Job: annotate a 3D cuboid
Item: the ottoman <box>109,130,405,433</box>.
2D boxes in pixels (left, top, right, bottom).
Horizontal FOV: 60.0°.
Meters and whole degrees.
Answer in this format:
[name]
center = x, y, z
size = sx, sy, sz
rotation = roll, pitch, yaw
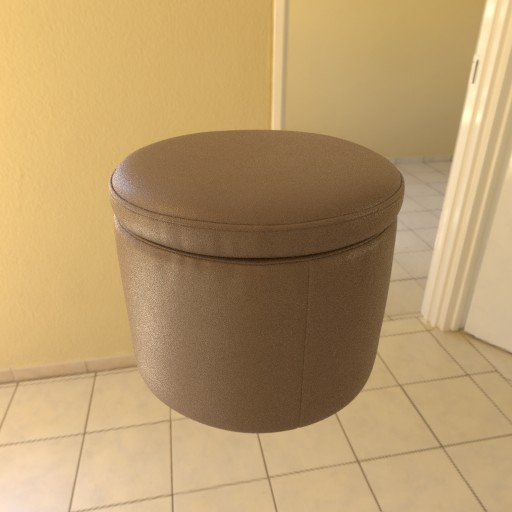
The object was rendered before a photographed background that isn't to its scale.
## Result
[ottoman]
center = 0.000, 0.000, 0.849
size = 0.500, 0.409, 0.500
rotation = 0, 28, 0
